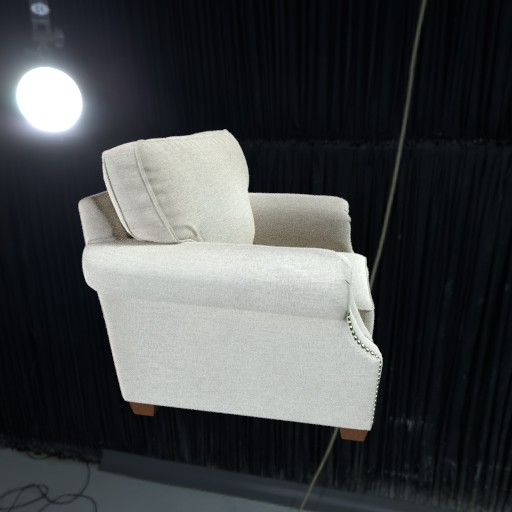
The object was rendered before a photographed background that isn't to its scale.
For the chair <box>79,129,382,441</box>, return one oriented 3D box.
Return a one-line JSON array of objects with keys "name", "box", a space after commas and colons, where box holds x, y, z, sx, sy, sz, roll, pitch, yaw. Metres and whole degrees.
[{"name": "chair", "box": [0.000, 0.000, 1.805, 0.965, 0.961, 1.092, 3, 18, 10]}]
